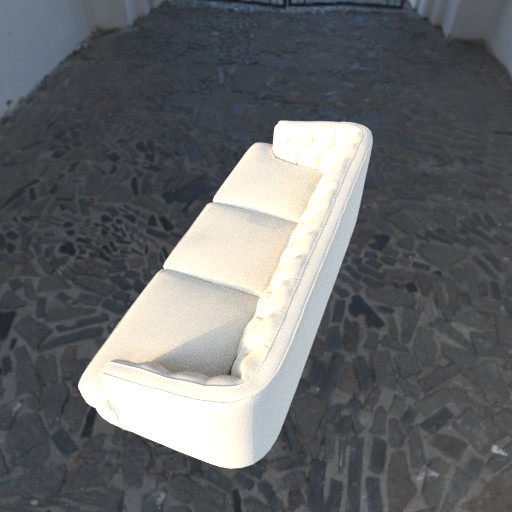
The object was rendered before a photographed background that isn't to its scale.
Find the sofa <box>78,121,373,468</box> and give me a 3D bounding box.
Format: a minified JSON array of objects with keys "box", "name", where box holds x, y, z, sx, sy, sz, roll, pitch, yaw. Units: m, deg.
[{"box":[0.000,0.000,2.680,0.941,0.855,2.278,16,48,15],"name":"sofa"}]
